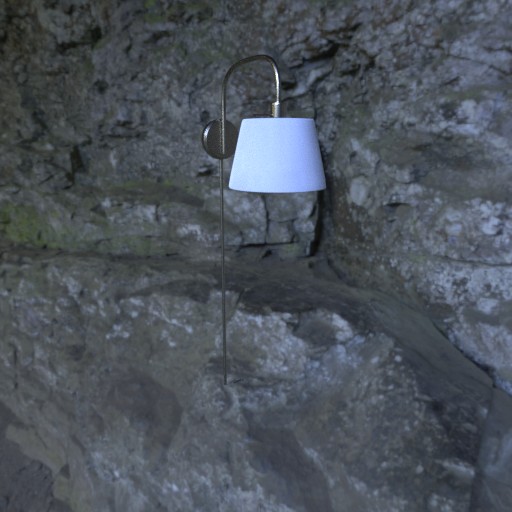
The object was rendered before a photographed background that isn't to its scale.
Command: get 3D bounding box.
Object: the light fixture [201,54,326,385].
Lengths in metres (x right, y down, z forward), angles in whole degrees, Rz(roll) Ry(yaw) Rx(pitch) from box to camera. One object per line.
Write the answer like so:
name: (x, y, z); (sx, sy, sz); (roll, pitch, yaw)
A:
light fixture: (0.000, 0.000, 0.476); (0.092, 0.399, 0.176); (-8, 17, -28)
